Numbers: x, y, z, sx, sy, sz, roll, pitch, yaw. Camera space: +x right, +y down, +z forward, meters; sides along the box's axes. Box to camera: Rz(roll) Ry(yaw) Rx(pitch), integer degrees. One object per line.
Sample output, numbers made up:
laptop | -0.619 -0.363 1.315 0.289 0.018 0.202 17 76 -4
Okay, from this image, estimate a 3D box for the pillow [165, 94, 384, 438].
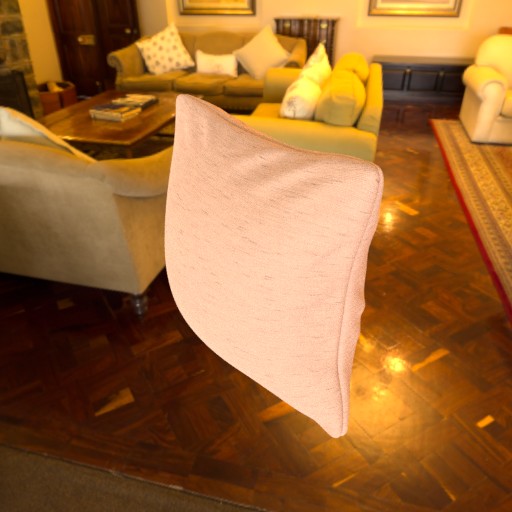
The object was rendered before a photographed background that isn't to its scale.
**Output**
pillow | 0.000 0.000 0.685 0.246 0.415 0.432 -20 37 -29
